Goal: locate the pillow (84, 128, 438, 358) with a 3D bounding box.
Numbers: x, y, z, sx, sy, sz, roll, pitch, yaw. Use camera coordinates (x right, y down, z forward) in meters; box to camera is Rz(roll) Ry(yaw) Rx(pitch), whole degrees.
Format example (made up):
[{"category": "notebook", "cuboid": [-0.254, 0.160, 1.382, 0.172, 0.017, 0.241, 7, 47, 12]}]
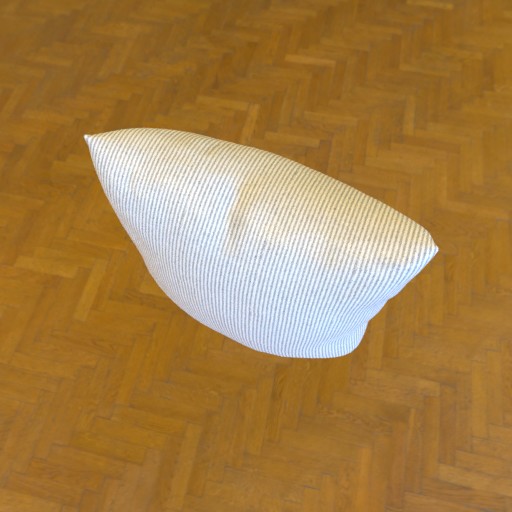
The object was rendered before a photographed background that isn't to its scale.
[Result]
[{"category": "pillow", "cuboid": [0.000, 0.000, 0.711, 0.310, 0.432, 0.387, -31, 68, -14]}]
